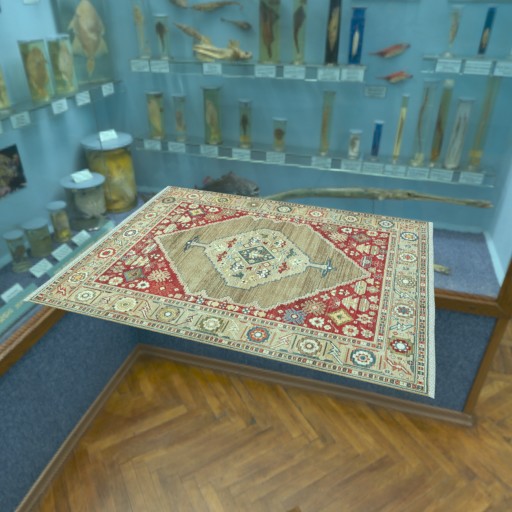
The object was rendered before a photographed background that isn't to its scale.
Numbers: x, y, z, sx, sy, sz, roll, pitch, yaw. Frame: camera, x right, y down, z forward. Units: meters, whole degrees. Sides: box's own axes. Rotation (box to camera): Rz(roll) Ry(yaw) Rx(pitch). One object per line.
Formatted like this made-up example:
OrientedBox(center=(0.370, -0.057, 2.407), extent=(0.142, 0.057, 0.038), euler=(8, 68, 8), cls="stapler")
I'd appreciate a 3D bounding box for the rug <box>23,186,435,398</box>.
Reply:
OrientedBox(center=(0.000, 0.000, 4.124), extent=(3.143, 0.008, 2.451), euler=(10, 33, 15), cls="rug")
